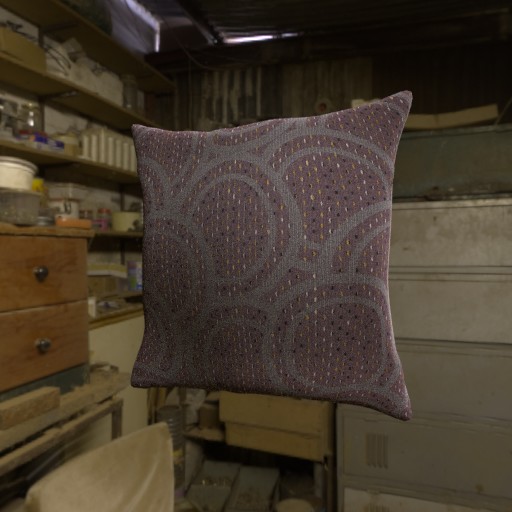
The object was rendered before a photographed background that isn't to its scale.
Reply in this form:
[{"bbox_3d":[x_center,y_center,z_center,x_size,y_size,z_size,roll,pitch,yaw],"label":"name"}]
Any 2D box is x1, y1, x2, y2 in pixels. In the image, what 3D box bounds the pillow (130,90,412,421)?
[{"bbox_3d":[0.000,0.000,0.774,0.514,0.513,0.163,0,0,20],"label":"pillow"}]
